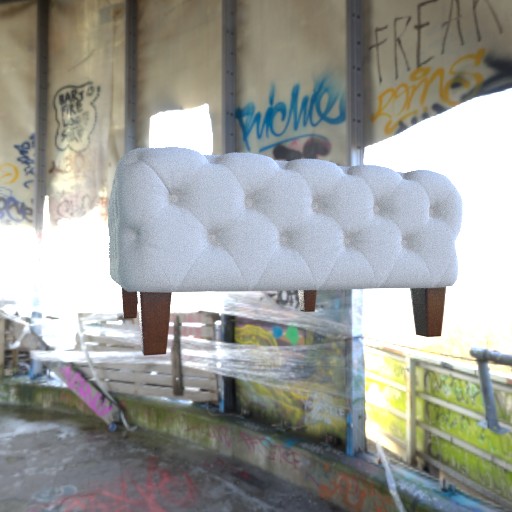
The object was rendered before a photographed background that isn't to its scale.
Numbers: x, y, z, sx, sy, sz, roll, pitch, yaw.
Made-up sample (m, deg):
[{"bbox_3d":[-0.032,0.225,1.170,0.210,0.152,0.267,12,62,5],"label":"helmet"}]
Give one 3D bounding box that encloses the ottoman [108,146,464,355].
[{"bbox_3d":[0.000,0.000,1.203,0.755,0.376,0.753,1,-2,-20],"label":"ottoman"}]
